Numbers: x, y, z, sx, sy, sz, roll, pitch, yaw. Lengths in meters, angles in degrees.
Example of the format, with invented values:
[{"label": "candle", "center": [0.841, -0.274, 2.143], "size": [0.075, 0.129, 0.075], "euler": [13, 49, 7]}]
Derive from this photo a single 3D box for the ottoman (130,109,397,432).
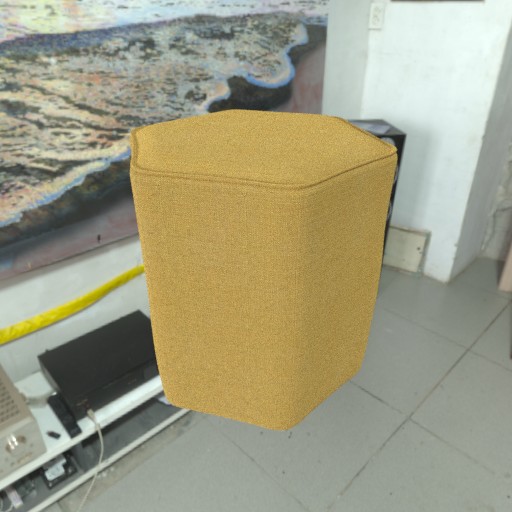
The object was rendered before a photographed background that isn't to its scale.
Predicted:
[{"label": "ottoman", "center": [0.000, 0.000, 0.905], "size": [0.494, 0.502, 0.443], "euler": [8, 31, 14]}]
